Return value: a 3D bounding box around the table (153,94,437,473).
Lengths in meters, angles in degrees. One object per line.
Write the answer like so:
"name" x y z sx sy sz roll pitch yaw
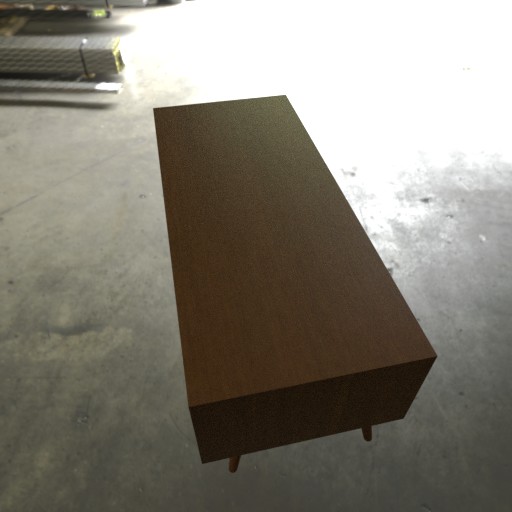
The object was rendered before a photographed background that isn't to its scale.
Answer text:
"table" 0.000 0.000 1.365 0.490 0.464 1.119 -9 46 -9
